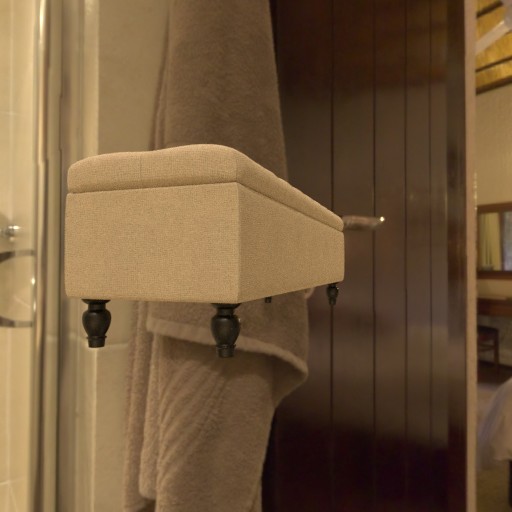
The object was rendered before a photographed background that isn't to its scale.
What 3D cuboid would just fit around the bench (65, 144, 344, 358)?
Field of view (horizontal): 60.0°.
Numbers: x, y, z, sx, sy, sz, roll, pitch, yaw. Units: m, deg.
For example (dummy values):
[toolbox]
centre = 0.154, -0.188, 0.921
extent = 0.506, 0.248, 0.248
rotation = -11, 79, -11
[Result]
[bench]
centre = 0.000, 0.000, 1.668
extent = 0.455, 0.467, 1.480
rotation = 0, -1, 19
